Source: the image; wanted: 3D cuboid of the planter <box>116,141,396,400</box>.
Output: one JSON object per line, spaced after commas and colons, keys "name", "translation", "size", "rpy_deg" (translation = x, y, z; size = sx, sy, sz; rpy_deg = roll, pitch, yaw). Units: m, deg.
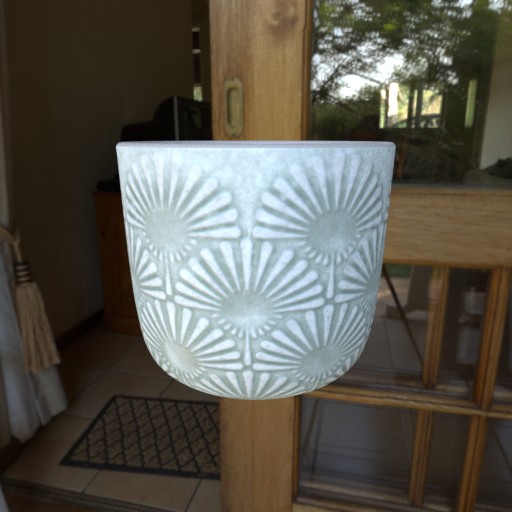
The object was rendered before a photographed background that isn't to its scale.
{"name": "planter", "translation": [0.000, 0.000, 0.219], "size": [0.124, 0.109, 0.124], "rpy_deg": [0, 15, 0]}
